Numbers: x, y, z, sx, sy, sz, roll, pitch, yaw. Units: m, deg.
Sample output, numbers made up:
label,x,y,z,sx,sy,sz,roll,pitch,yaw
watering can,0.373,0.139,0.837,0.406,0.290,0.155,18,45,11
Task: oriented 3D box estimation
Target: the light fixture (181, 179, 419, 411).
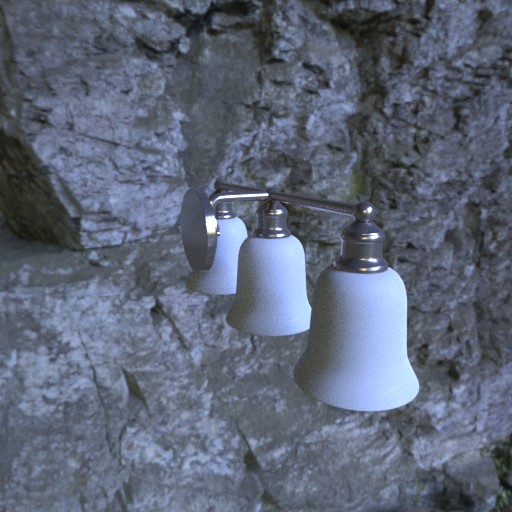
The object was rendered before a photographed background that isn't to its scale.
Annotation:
label,x,y,z,sx,sy,sz,roll,pitch,yaw
light fixture,0.000,0.000,0.677,0.198,0.211,0.570,-6,15,-25
